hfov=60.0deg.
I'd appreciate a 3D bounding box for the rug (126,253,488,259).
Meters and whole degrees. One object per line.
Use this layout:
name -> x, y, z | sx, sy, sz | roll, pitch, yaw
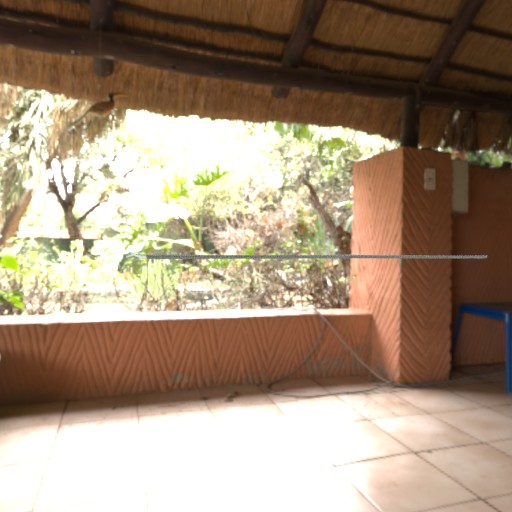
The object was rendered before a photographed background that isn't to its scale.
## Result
rug -> 0.000, 0.000, 2.983 | 1.613, 0.030, 2.306 | 0, 0, -18
